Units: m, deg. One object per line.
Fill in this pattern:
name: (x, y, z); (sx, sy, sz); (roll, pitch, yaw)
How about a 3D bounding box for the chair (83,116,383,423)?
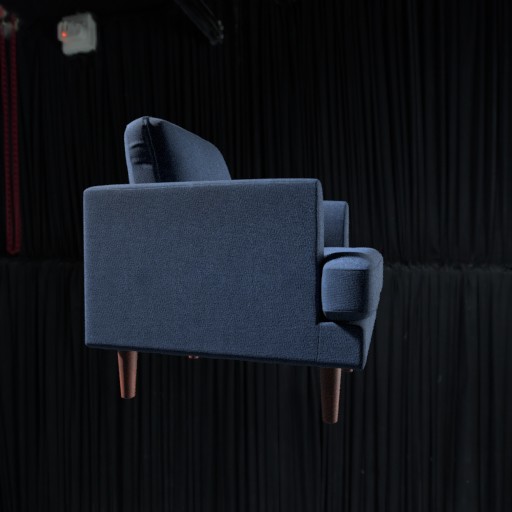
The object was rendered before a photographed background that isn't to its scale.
chair: (0.000, 0.000, 1.655); (0.899, 0.957, 0.858); (1, 2, 17)
